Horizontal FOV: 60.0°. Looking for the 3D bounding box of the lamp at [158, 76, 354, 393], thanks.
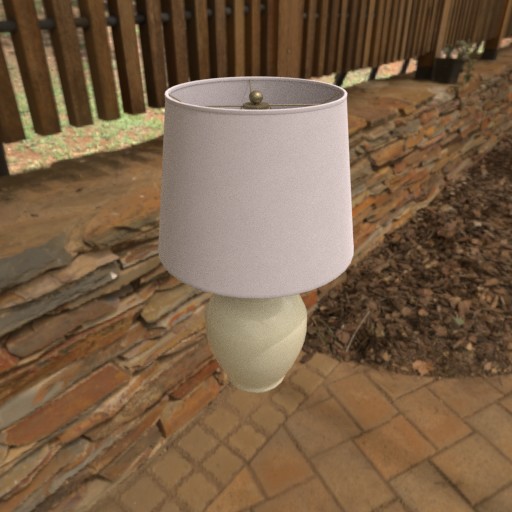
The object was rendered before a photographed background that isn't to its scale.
[{"bbox_3d":[0.000,0.000,0.563,0.239,0.399,0.239,0,30,0],"label":"lamp"}]
